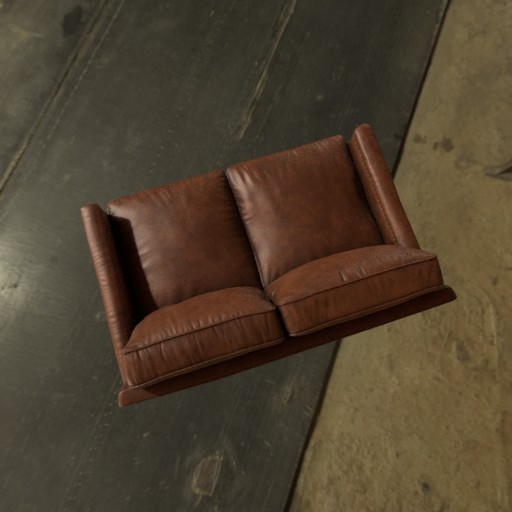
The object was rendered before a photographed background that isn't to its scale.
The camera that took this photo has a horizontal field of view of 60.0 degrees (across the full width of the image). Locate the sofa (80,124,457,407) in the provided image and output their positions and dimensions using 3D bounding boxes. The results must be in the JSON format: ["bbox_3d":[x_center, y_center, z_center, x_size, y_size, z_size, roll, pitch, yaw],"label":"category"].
[{"bbox_3d":[0.000,0.000,2.321,1.628,1.003,1.083,-17,76,-4],"label":"sofa"}]
